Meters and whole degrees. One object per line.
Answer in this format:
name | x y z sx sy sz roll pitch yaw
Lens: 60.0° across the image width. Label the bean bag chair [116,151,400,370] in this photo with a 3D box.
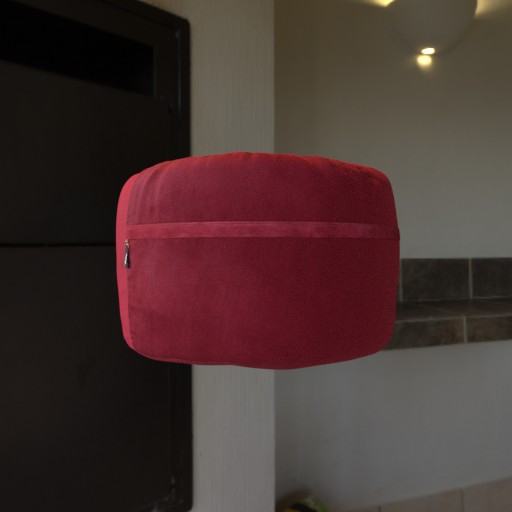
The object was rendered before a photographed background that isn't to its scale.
bean bag chair | 0.000 0.000 1.991 1.219 0.762 1.219 0 1 0
